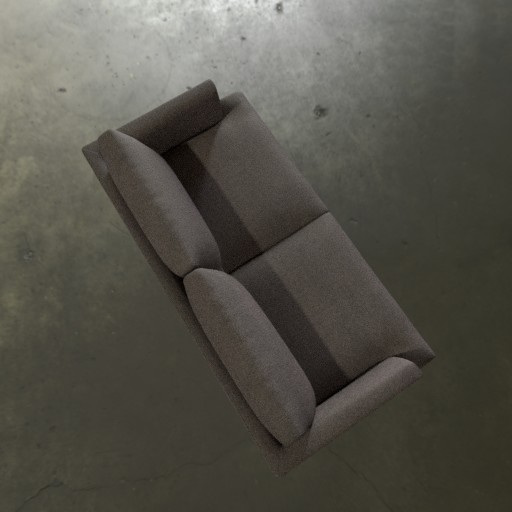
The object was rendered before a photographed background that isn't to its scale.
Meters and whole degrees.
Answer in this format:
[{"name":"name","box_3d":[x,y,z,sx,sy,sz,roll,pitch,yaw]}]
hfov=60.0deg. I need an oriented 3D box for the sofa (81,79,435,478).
[{"name":"sofa","box_3d":[0.000,0.000,2.446,1.020,0.868,1.948,-32,77,-8]}]
